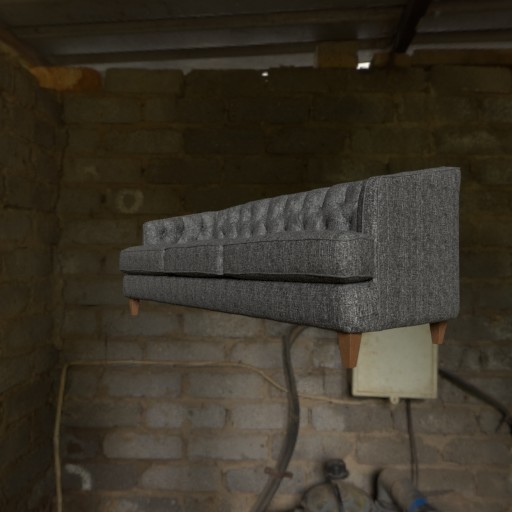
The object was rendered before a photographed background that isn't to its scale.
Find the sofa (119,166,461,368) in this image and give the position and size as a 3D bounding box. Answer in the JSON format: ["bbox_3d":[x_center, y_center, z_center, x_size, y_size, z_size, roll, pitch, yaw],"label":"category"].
[{"bbox_3d":[0.000,0.000,2.682,0.941,0.855,2.278,1,-2,-36],"label":"sofa"}]
